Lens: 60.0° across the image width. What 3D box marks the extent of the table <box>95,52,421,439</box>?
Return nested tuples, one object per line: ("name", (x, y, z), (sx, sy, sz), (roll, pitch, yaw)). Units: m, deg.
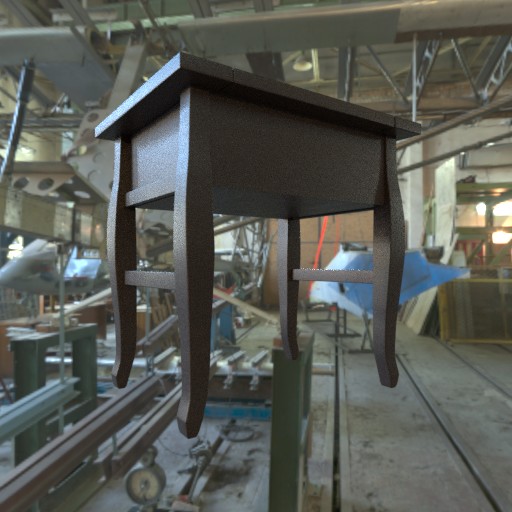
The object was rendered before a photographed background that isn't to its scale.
("table", (0.000, 0.000, 1.021), (0.602, 0.605, 0.460), (1, -1, -35))
